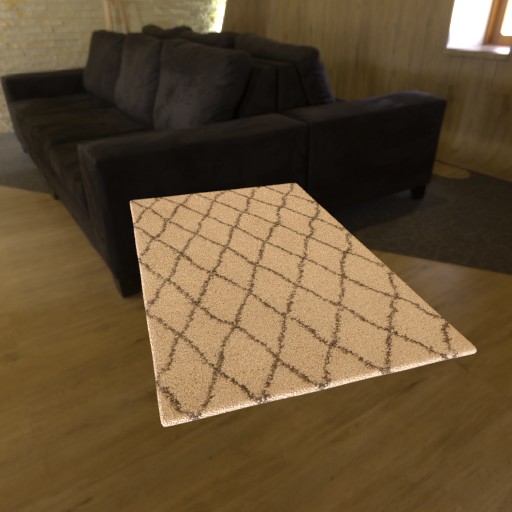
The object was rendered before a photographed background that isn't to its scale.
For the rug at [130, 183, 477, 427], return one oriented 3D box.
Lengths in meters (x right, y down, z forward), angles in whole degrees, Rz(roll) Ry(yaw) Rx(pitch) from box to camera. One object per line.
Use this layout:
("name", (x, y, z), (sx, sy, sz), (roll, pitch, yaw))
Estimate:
("rug", (0.000, 0.000, 2.979), (1.524, 0.030, 2.438), (-8, 31, -15))
